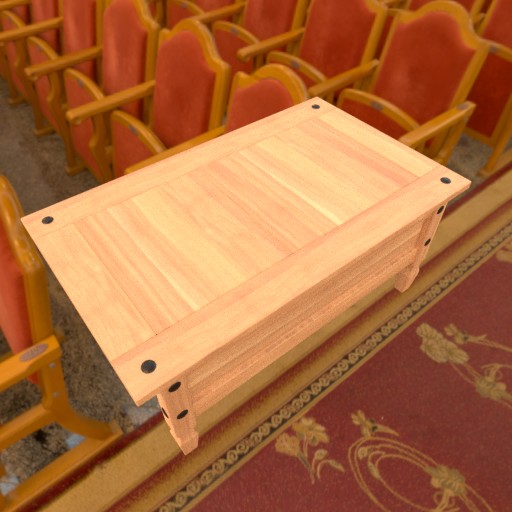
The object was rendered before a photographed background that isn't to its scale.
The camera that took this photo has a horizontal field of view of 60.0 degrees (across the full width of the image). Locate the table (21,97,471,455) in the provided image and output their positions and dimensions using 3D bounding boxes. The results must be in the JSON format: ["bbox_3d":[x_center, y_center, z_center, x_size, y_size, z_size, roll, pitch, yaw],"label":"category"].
[{"bbox_3d":[0.000,0.000,1.293,1.000,0.437,0.600,-30,54,-25],"label":"table"}]
